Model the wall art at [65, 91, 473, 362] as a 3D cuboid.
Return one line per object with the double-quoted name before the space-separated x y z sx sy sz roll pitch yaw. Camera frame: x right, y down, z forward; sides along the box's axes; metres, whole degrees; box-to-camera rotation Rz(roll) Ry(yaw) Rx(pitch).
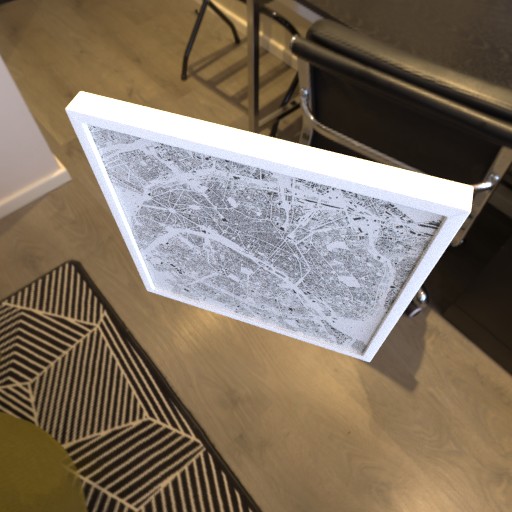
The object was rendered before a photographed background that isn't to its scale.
"wall art" 0.000 0.000 0.749 0.508 0.508 0.038 16 60 10
